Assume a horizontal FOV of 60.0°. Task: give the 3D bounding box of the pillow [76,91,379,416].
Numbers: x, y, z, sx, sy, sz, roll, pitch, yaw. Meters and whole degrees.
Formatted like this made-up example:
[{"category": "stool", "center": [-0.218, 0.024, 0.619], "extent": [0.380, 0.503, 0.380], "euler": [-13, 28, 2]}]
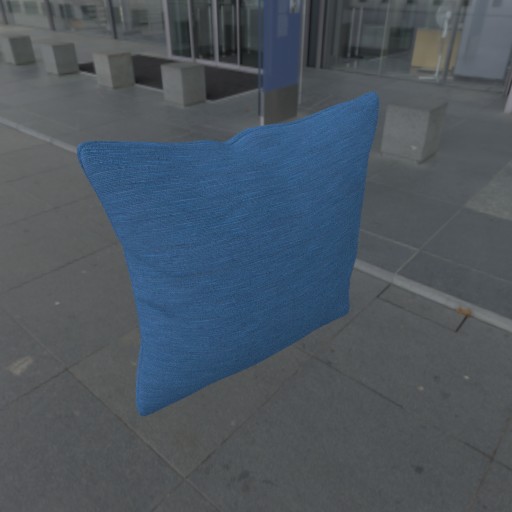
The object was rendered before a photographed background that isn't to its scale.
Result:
[{"category": "pillow", "center": [0.000, 0.000, 0.659], "extent": [0.437, 0.420, 0.177], "euler": [-20, 38, -28]}]
